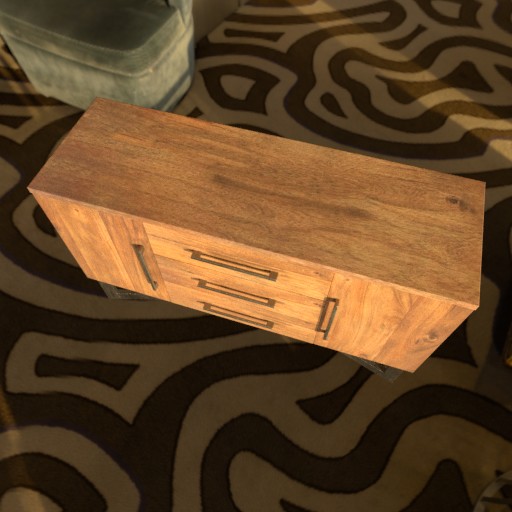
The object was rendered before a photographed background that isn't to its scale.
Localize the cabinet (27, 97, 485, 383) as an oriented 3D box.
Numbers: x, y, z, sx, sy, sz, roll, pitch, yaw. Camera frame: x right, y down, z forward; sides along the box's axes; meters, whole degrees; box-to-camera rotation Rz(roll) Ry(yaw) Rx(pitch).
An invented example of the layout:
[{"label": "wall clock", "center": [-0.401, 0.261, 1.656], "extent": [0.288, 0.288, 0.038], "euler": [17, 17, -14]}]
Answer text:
[{"label": "cabinet", "center": [0.000, 0.000, 1.736], "extent": [1.373, 0.812, 0.480], "euler": [15, 59, 9]}]
